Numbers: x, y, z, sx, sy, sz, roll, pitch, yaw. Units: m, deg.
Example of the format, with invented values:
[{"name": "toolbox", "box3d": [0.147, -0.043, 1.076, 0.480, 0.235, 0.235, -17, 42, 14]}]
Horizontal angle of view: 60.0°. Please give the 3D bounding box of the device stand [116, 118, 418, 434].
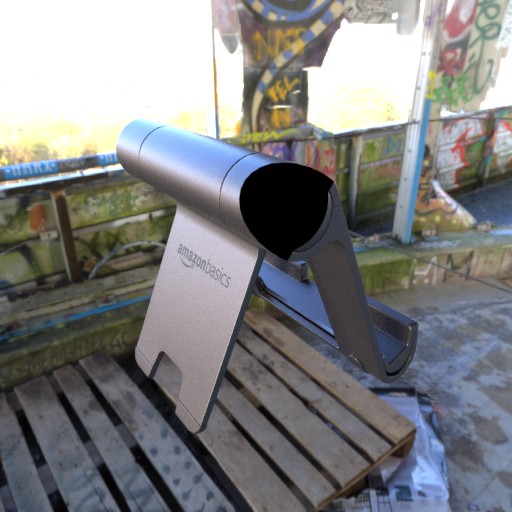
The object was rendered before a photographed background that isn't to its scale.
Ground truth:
[{"name": "device stand", "box3d": [0.000, 0.000, 0.152, 0.079, 0.084, 0.088, -18, 31, -32]}]
